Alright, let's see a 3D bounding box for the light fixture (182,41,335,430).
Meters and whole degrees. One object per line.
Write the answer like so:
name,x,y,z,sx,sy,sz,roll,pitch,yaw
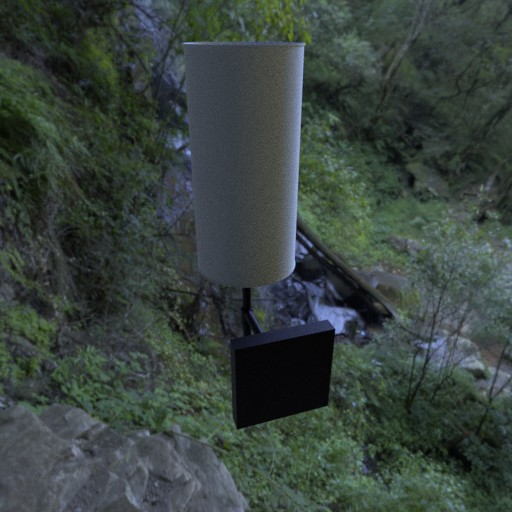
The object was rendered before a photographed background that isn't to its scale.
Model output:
light fixture,0.000,0.000,0.535,0.128,0.462,0.208,-9,28,-16
